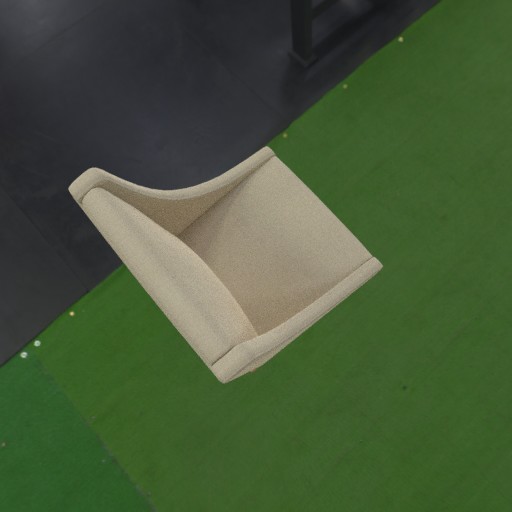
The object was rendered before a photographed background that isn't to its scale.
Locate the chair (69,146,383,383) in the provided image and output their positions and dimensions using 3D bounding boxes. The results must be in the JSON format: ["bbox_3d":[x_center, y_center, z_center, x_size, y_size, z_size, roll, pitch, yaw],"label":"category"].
[{"bbox_3d":[0.000,0.000,1.406,0.611,1.021,0.575,-39,77,-10],"label":"chair"}]
